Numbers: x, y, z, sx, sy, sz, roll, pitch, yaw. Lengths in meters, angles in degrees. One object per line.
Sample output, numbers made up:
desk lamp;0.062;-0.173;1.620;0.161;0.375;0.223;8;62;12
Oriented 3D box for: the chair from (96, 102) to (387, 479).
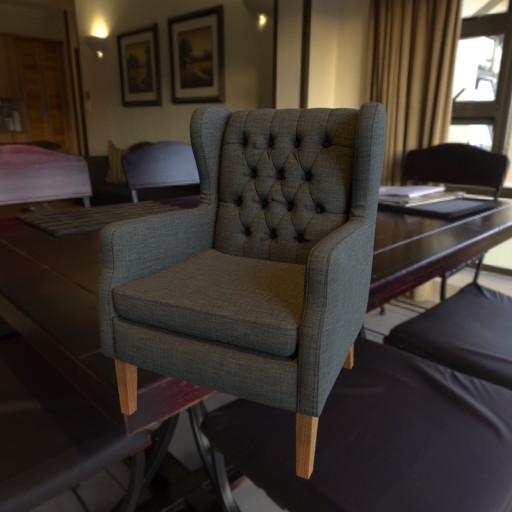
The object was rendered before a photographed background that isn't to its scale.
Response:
chair;0.000;0.000;1.440;0.711;0.953;0.775;8;18;25
